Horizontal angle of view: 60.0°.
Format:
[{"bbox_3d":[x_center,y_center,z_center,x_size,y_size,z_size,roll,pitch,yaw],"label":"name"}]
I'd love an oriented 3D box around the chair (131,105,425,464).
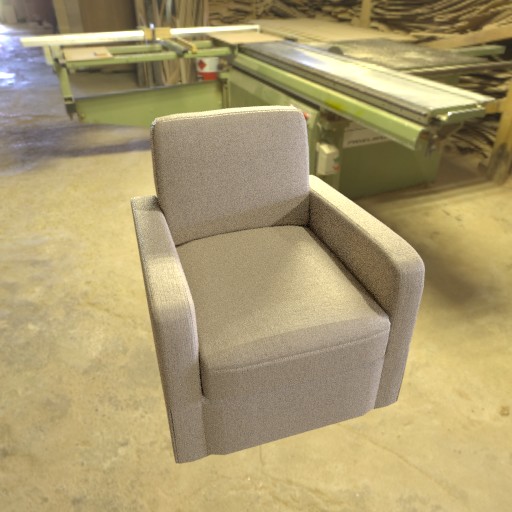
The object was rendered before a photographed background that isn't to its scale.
[{"bbox_3d":[0.000,0.000,1.506,0.755,0.827,0.888,-10,34,-15],"label":"chair"}]
